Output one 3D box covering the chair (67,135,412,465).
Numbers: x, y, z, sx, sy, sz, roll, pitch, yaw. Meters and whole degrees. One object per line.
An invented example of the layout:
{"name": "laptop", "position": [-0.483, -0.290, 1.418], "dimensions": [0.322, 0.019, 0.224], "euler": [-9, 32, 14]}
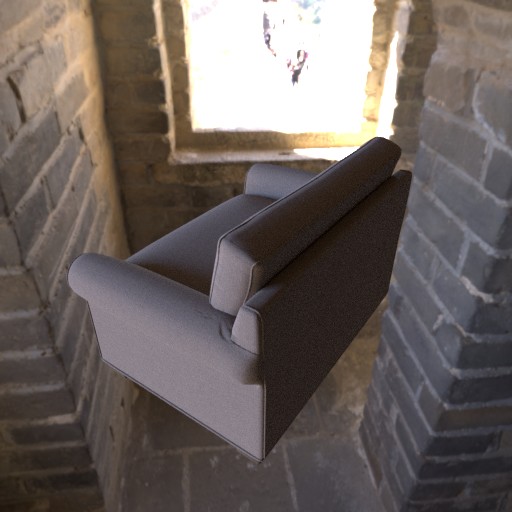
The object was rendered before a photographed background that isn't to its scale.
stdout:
{"name": "chair", "position": [0.000, 0.000, 2.040], "dimensions": [0.930, 0.930, 1.390], "euler": [21, 38, 29]}
